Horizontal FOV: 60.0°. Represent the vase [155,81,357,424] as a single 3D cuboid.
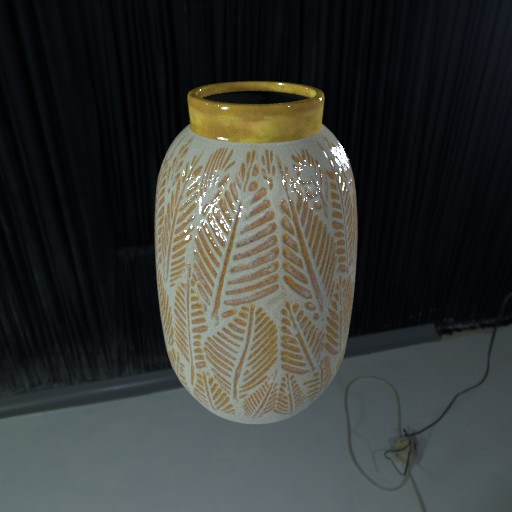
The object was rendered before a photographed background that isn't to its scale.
[{"bbox_3d":[0.000,0.000,0.382,0.172,0.270,0.172,0,30,0],"label":"vase"}]
